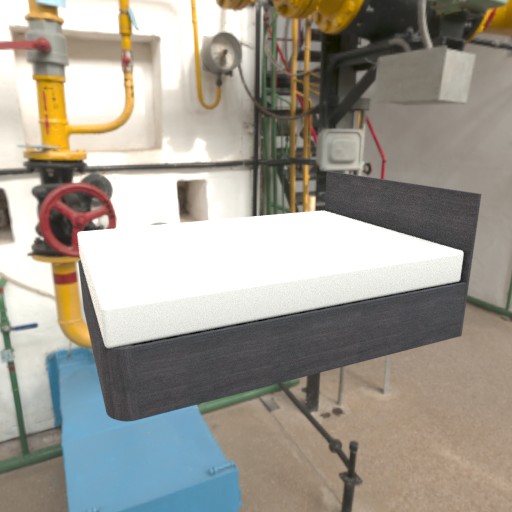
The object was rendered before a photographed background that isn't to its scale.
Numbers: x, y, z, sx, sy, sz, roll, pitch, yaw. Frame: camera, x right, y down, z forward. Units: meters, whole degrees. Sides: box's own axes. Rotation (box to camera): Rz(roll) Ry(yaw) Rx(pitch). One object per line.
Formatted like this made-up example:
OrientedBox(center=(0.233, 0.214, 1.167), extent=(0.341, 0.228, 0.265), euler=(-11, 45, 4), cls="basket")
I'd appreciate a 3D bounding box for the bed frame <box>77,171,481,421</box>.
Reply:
OrientedBox(center=(0.000, 0.000, 2.611), extent=(1.900, 0.800, 1.400), euler=(-7, 18, -24), cls="bed frame")
